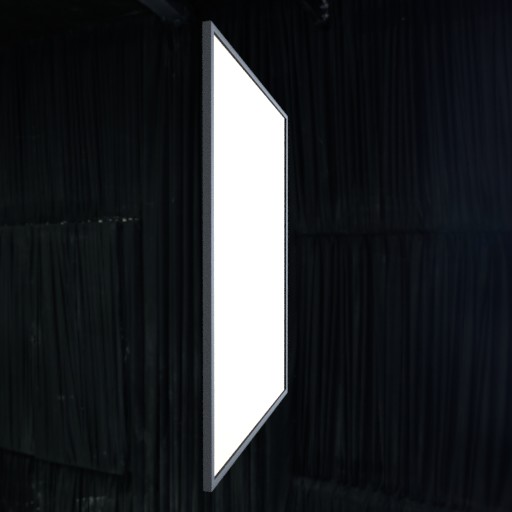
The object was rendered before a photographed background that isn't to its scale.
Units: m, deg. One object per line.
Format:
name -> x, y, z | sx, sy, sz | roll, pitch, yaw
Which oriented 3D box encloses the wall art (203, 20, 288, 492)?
wall art -> 0.000, 0.000, 0.837 | 0.013, 0.657, 0.457 | 0, 1, 17
